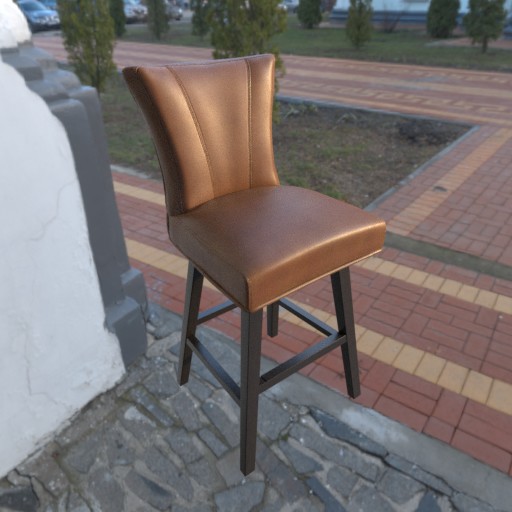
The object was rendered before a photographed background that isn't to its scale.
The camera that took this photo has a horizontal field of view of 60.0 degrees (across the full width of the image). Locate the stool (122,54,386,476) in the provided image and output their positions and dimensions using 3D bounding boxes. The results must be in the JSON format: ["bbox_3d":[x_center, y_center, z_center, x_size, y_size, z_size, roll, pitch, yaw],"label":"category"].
[{"bbox_3d":[0.000,0.000,1.387,0.522,1.094,0.585,-21,36,-32],"label":"stool"}]
